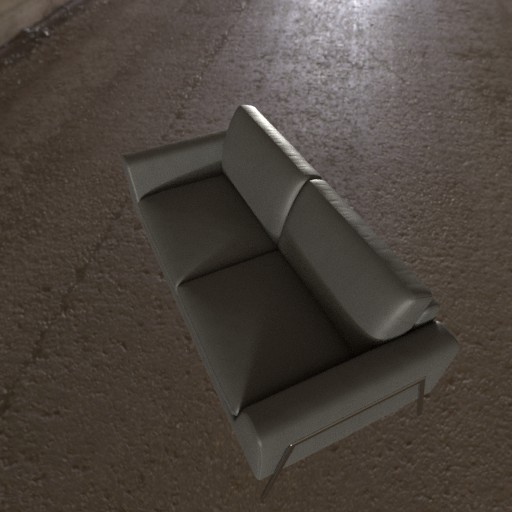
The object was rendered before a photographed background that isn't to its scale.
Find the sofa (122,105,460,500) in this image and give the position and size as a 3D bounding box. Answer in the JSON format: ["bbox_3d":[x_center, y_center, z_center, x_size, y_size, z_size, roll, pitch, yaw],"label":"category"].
[{"bbox_3d":[0.000,0.000,2.444,0.953,0.875,2.017,-19,50,-17],"label":"sofa"}]
